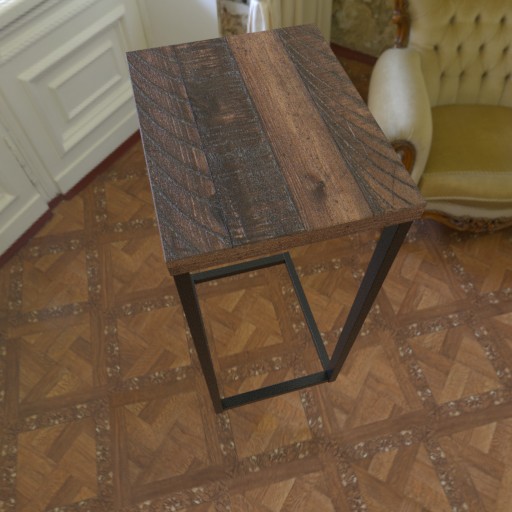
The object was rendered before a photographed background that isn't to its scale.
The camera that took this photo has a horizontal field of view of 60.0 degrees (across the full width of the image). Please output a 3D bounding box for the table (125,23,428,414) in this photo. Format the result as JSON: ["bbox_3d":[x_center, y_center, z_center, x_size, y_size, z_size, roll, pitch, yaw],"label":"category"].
[{"bbox_3d":[0.000,0.000,0.925,0.323,0.718,0.414,-13,58,-8],"label":"table"}]
